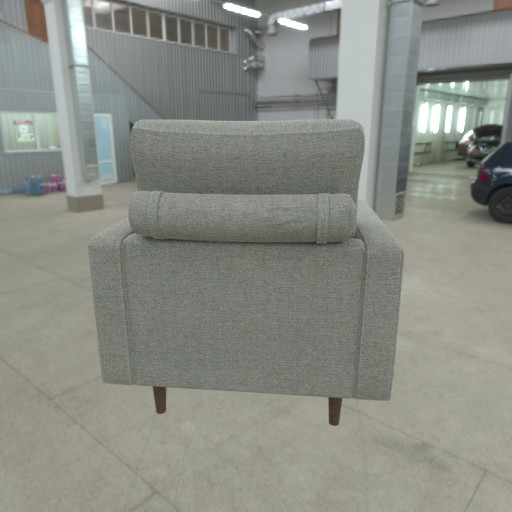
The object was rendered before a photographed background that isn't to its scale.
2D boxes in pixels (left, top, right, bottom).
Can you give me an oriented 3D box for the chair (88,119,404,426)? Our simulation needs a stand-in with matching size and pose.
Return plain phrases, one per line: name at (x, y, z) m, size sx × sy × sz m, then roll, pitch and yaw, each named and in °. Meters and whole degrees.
chair at (0.000, 0.000, 1.511) m, size 0.821 × 0.880 × 0.843 m, roll 2°, pitch 16°, yaw 6°
